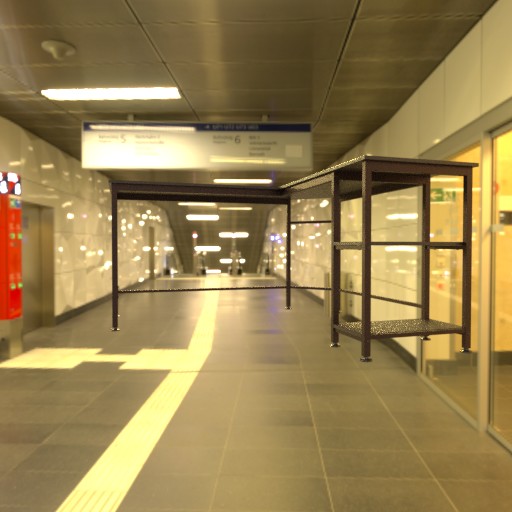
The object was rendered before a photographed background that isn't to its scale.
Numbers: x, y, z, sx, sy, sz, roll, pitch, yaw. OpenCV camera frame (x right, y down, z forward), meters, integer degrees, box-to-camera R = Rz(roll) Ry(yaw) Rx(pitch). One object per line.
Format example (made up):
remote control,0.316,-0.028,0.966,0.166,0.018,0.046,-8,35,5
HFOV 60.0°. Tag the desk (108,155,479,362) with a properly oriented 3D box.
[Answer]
desk,0.000,0.000,2.177,1.379,0.739,1.379,0,1,-17
